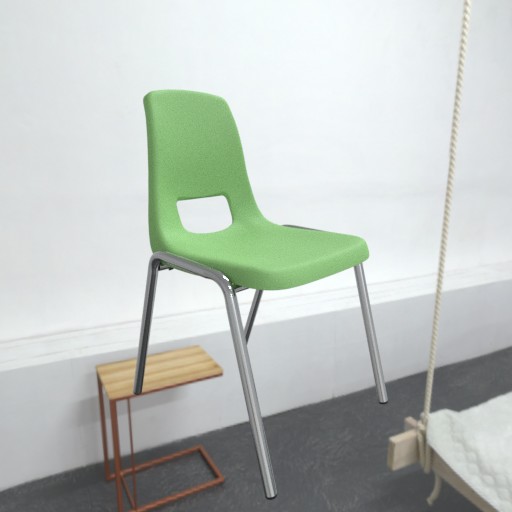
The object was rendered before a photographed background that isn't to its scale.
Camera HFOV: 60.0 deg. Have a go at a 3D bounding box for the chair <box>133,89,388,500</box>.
[{"bbox_3d":[0.000,0.000,0.889,0.436,0.653,0.381,14,21,42],"label":"chair"}]
